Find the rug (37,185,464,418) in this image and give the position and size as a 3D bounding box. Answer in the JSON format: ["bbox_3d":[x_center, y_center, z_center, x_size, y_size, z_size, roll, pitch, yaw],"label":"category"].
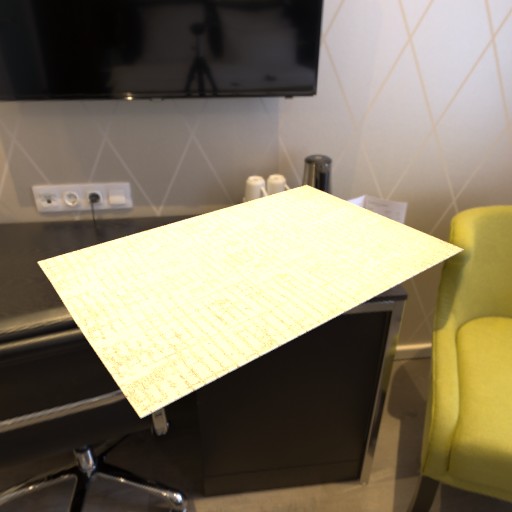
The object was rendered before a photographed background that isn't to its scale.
[{"bbox_3d":[0.000,0.000,2.273,1.827,0.007,1.211,-20,35,-32],"label":"rug"}]
